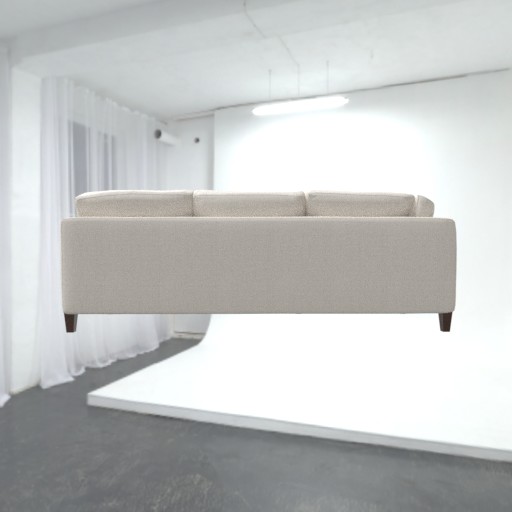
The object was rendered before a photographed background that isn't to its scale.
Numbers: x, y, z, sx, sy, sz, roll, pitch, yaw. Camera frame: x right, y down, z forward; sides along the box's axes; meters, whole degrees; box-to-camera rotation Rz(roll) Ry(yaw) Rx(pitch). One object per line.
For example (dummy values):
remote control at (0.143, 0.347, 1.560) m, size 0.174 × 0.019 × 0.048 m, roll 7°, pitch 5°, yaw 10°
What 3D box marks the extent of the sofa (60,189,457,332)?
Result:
sofa at (0.000, 0.000, 4.464) m, size 2.593 × 0.947 × 3.302 m, roll 0°, pitch 1°, yaw -1°
